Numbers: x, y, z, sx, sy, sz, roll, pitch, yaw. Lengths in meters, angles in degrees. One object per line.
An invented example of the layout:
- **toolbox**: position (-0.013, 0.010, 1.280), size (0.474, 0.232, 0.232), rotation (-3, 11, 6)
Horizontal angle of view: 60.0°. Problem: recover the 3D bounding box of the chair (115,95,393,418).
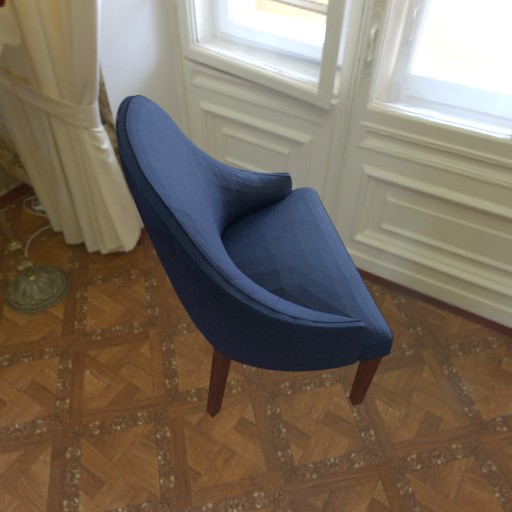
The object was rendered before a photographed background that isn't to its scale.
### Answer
- **chair**: position (0.000, 0.000, 1.232), size (0.575, 0.889, 0.643), rotation (-10, 48, -9)
